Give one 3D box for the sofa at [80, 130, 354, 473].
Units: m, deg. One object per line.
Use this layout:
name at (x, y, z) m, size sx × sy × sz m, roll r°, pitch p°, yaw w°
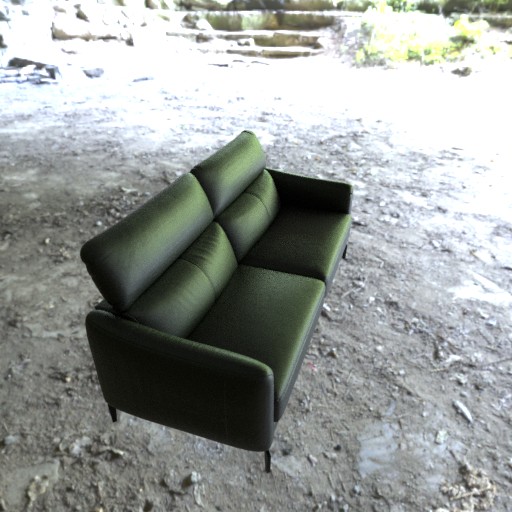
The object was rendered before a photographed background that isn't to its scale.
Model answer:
sofa at (0.000, 0.000, 2.574) m, size 0.856 × 0.957 × 2.069 m, roll 10°, pitch 32°, yaw 17°
